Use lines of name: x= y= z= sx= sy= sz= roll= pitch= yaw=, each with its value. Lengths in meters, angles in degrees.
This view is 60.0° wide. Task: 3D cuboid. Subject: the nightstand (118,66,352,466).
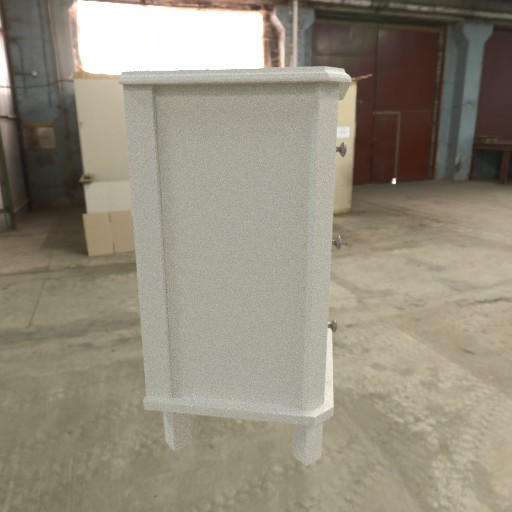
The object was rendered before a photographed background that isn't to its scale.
nightstand: x=0.000 y=0.000 z=0.933 sx=0.351 sy=0.681 sz=0.435 roll=2 pitch=16 yaw=9
